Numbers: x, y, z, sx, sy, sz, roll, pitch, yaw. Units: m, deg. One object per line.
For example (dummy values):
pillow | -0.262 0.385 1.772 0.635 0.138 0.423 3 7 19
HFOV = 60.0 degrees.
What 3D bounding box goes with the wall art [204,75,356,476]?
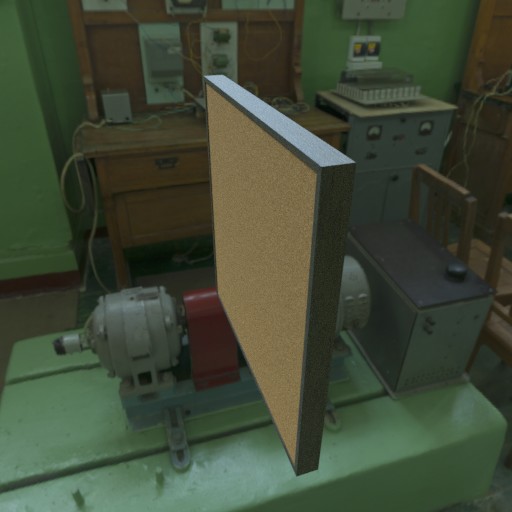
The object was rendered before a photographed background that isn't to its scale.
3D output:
wall art | 0.000 0.000 0.769 0.037 0.507 0.507 -10 33 -16
